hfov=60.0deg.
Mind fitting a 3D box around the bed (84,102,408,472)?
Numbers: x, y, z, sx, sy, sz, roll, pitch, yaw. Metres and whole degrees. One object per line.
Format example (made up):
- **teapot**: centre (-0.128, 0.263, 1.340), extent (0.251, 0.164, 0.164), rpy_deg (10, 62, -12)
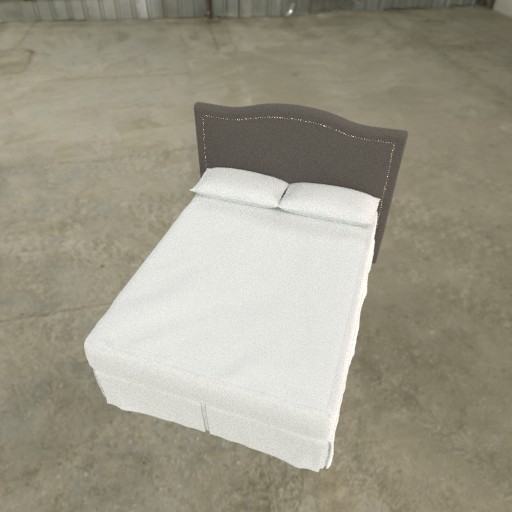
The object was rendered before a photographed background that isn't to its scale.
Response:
- **bed**: centre (0.000, 0.000, 3.085), extent (1.666, 1.387, 2.036), rpy_deg (12, 43, 14)
